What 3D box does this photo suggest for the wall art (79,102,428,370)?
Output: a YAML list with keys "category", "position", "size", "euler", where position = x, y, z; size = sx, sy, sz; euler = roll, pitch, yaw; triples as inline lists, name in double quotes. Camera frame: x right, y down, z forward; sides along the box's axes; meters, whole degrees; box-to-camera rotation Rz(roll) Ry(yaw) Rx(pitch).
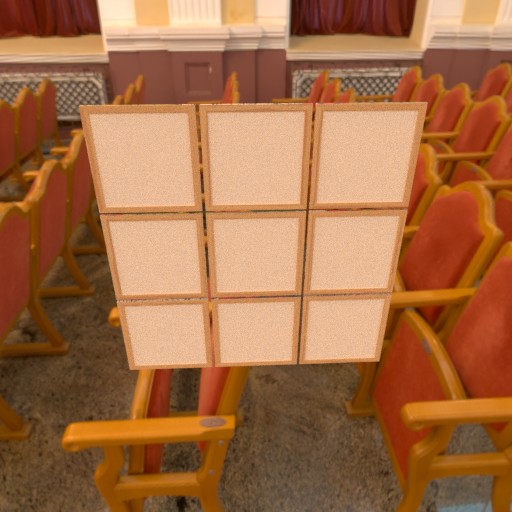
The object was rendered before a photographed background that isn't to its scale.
- category: "wall art"
  position: [0.000, 0.000, 1.841]
  size: [1.206, 1.218, 0.013]
  euler: [-1, 30, -2]
